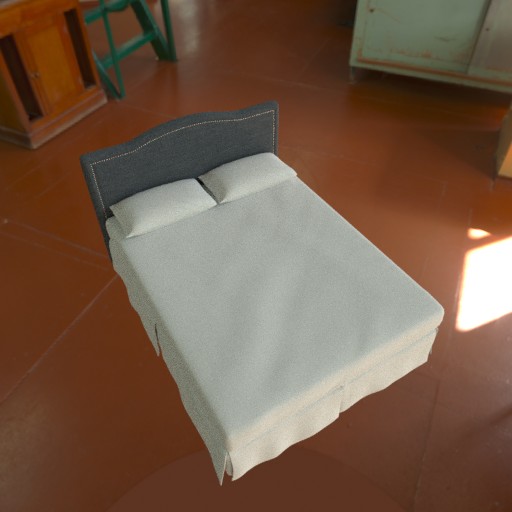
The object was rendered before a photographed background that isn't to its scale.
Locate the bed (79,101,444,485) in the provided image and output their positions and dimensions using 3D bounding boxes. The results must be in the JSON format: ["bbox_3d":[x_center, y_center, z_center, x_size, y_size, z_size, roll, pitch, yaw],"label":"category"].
[{"bbox_3d":[0.000,0.000,3.903,2.161,1.457,2.689,-23,50,-21],"label":"bed"}]
